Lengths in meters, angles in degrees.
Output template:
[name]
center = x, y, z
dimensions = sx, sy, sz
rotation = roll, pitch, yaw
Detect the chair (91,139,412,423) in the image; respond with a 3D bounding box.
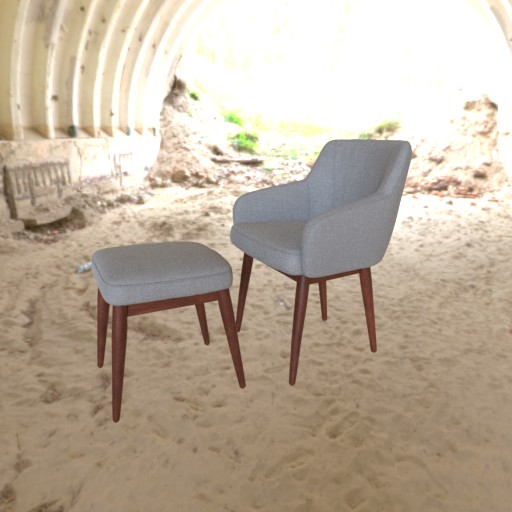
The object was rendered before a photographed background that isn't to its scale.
[chair]
center = 0.000, 0.000, 1.583
dimensions = 1.107, 0.799, 0.584
rotation = -7, 17, -25
